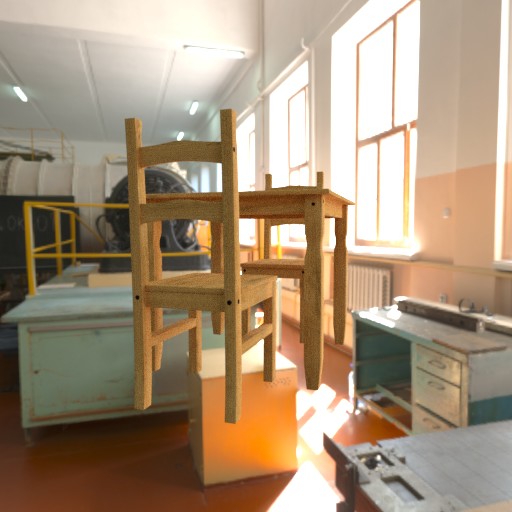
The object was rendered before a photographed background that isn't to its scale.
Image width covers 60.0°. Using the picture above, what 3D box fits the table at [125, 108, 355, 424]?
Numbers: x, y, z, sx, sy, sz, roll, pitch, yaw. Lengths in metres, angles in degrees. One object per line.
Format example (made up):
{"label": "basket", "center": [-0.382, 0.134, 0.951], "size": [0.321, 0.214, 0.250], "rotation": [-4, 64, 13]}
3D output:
{"label": "table", "center": [0.000, 0.000, 2.071], "size": [0.813, 0.942, 1.501], "rotation": [1, 4, 19]}
